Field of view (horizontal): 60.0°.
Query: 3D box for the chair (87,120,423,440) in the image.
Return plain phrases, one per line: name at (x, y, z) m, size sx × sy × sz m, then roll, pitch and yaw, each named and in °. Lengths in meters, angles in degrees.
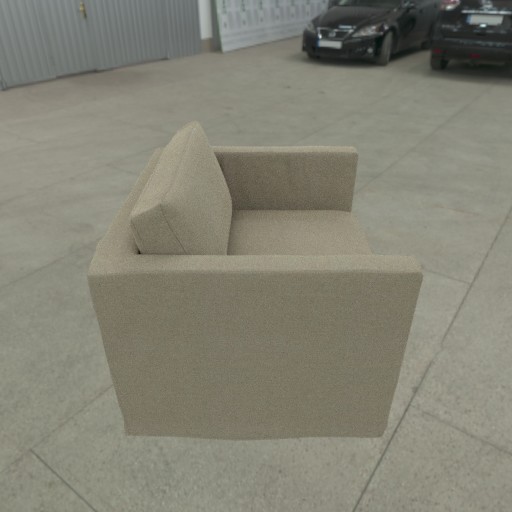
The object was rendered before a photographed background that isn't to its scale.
chair at (0.000, 0.000, 1.760) m, size 0.949 × 0.863 × 1.057 m, roll 0°, pitch 33°, yaw 0°
